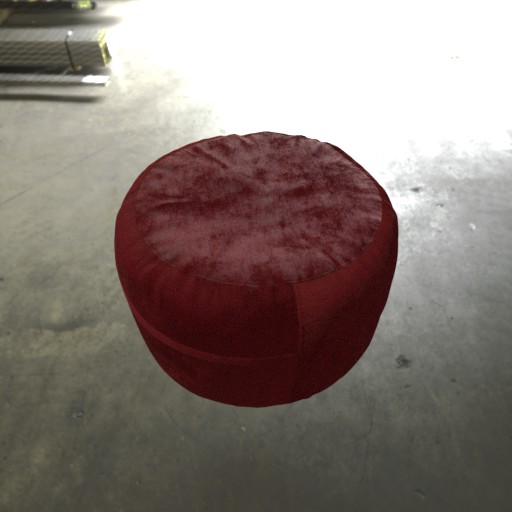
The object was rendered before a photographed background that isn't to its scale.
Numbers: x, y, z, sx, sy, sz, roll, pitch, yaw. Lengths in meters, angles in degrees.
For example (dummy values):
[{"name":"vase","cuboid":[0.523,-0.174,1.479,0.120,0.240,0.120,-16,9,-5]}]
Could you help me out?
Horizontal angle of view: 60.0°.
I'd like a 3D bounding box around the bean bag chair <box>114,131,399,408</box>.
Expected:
[{"name":"bean bag chair","cuboid":[0.000,0.000,2.054,1.219,0.762,1.219,0,47,0]}]
